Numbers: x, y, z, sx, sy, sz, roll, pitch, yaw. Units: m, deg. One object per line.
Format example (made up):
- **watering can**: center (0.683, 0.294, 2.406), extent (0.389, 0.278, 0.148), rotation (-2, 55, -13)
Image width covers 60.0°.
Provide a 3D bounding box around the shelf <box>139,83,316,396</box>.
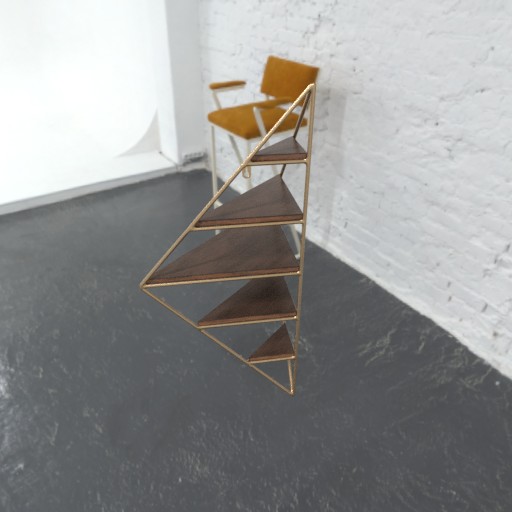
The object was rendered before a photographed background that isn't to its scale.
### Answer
- **shelf**: center (0.000, 0.000, 1.193), extent (0.294, 0.913, 0.564), rotation (21, 38, 30)
